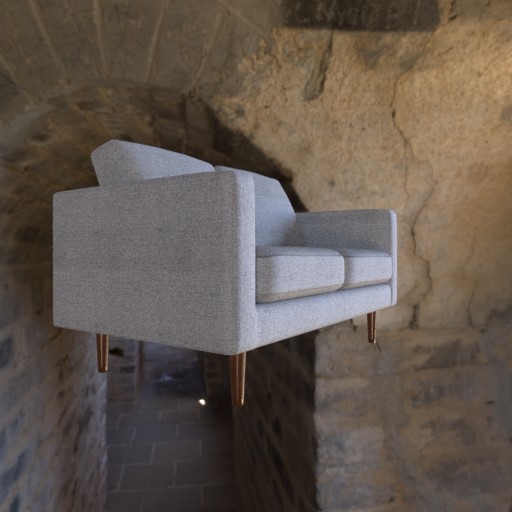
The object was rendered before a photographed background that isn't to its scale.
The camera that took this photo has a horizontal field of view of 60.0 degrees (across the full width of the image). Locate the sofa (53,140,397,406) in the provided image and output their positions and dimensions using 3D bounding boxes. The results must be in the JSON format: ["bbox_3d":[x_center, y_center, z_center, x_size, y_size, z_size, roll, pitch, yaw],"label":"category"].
[{"bbox_3d":[0.000,0.000,2.161,0.969,0.973,1.527,0,0,35],"label":"sofa"}]
